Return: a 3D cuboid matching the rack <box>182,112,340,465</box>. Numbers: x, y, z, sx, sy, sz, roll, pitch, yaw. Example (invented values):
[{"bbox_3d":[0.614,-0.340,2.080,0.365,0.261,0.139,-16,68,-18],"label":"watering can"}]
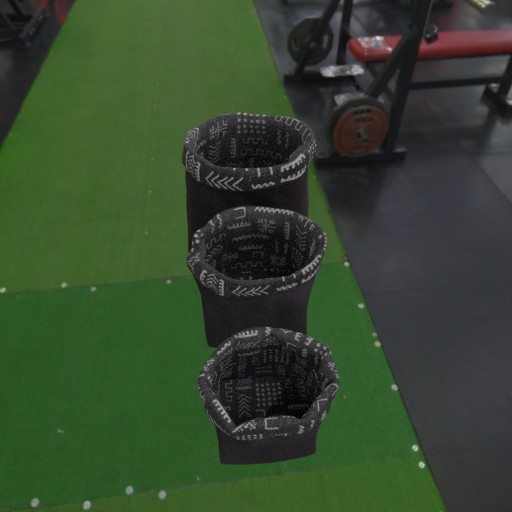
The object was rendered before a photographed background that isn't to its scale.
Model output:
[{"bbox_3d":[0.000,0.000,1.093,0.379,0.323,0.905,-3,46,-3],"label":"rack"}]
